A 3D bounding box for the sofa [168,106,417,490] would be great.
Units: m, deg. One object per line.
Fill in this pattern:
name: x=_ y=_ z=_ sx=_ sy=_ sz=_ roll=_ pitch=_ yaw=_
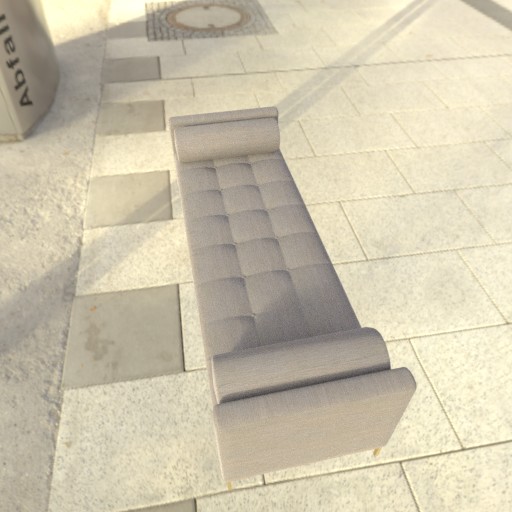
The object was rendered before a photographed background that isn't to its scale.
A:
sofa: x=0.000 y=0.000 z=2.303 sx=0.686 sy=0.635 sz=1.981 roll=-9 pitch=46 yaw=-8
